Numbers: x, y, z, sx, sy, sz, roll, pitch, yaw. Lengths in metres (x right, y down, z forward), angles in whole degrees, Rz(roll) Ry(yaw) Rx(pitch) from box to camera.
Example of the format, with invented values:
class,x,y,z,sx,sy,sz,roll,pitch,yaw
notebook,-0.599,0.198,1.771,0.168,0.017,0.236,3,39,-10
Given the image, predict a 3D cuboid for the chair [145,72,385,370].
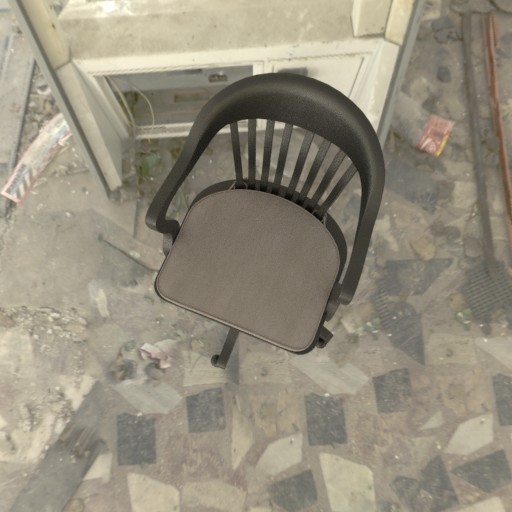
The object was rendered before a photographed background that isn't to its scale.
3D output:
class,x,y,z,sx,sy,sz,roll,pitch,yaw
chair,0.000,0.000,1.483,0.750,0.878,0.788,21,77,5
